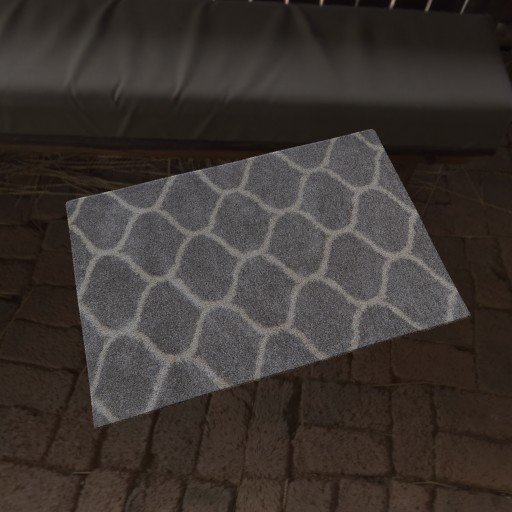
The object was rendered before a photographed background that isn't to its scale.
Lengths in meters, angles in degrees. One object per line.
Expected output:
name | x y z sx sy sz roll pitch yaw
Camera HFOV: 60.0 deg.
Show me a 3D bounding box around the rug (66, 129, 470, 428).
rug | 0.000 0.000 3.398 2.701 0.026 1.801 -15 66 -7
